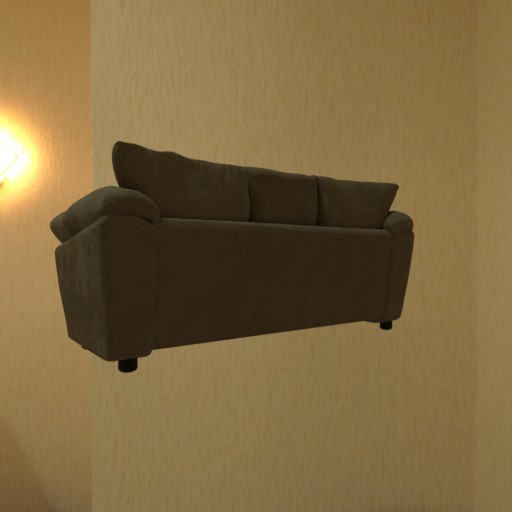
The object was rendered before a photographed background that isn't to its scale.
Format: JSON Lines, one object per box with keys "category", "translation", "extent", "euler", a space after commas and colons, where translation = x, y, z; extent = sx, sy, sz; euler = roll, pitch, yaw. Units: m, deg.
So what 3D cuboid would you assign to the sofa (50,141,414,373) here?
{"category": "sofa", "translation": [0.000, 0.000, 2.874], "extent": [2.336, 1.073, 0.878], "euler": [0, 0, -37]}
